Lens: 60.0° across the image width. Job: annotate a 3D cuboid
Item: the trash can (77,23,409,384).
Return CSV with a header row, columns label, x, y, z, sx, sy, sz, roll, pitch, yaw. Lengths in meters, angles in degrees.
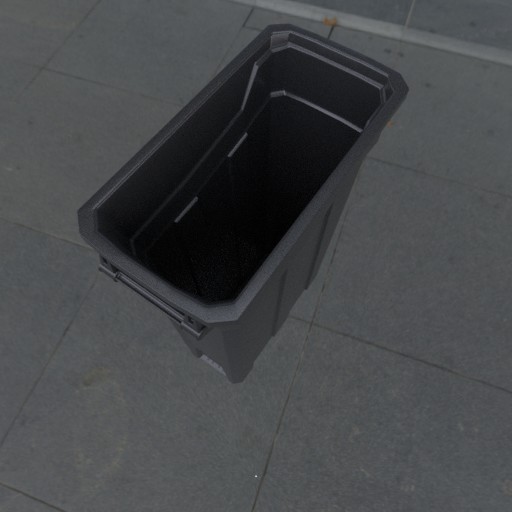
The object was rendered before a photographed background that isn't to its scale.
label,x,y,z,sx,sy,sz,roll,pitch,yaw
trash can,0.000,0.000,1.019,0.281,0.762,0.559,32,68,15
